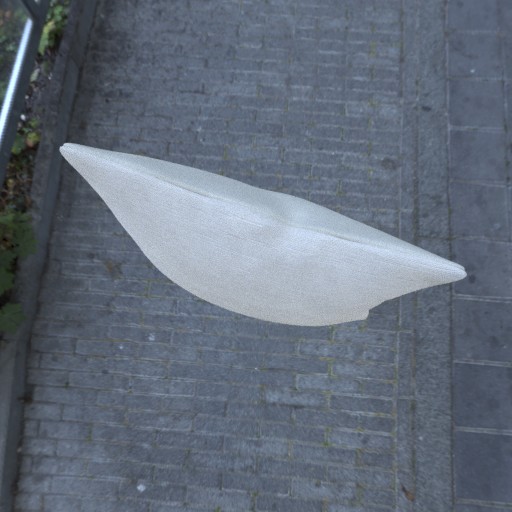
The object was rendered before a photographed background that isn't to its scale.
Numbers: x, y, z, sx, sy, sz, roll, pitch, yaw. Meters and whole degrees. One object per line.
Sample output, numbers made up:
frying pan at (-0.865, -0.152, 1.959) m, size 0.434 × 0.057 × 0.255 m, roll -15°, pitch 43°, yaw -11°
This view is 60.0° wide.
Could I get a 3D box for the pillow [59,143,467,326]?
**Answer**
pillow at (0.000, 0.000, 0.648) m, size 0.437 × 0.420 × 0.162 m, roll 18°, pitch 76°, yaw 4°
